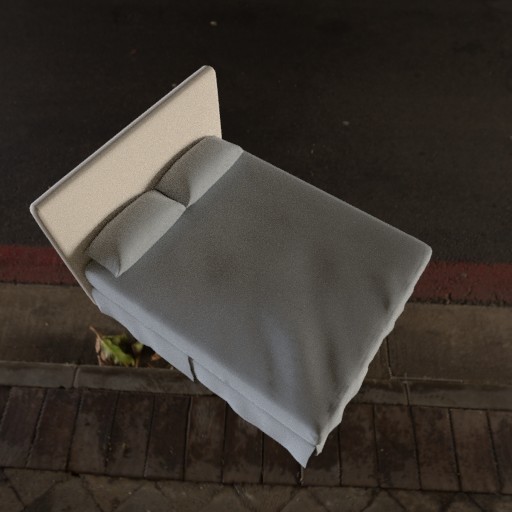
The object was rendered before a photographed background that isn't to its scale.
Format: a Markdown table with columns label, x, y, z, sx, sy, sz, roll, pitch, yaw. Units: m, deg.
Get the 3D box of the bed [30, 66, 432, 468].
| label | x | y | z | sx | sy | sz | roll | pitch | yaw |
| --- | --- | --- | --- | --- | --- | --- | --- | --- | --- |
| bed | 0.000 | 0.000 | 3.173 | 2.142 | 1.330 | 1.748 | 31 | 63 | 18 |
